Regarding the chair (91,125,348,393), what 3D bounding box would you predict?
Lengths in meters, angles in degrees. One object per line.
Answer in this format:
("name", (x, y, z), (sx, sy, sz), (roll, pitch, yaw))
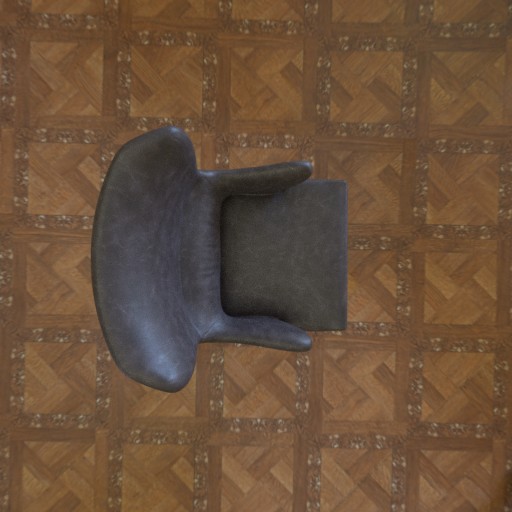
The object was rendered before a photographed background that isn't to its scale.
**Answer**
("chair", (0.000, 0.000, 1.460), (0.717, 1.037, 0.594), (0, 91, 0))
